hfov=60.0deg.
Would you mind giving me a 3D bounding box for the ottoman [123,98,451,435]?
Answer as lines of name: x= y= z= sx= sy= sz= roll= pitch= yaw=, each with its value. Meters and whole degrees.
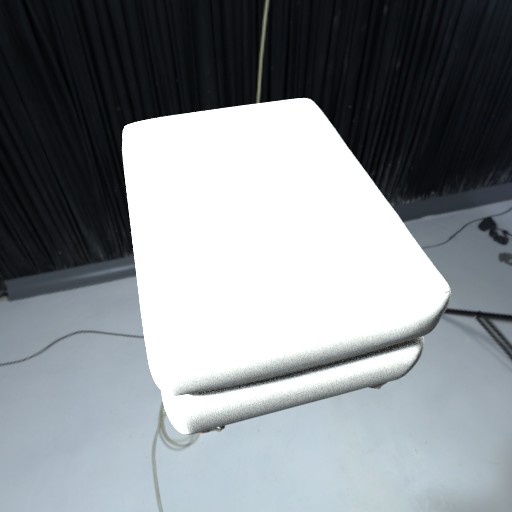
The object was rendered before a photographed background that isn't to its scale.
ottoman: x=0.000 y=0.000 z=1.143 sx=0.569 sy=0.499 sz=0.773 roll=-11 pitch=48 yaw=-10
